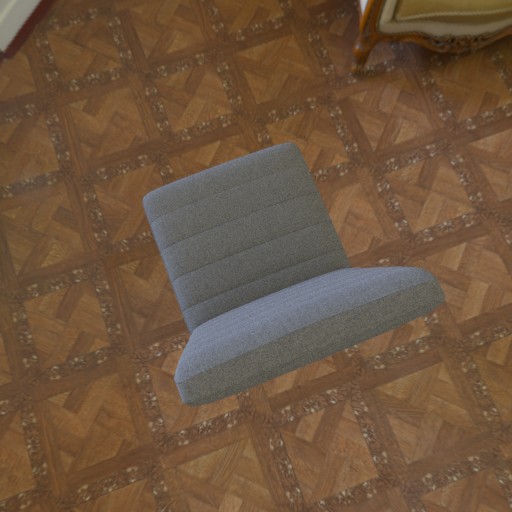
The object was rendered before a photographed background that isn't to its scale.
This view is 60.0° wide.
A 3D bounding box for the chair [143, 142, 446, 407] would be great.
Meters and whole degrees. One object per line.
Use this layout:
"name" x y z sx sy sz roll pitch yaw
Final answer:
"chair" 0.000 0.000 1.277 0.520 0.930 0.634 -21 77 -5
